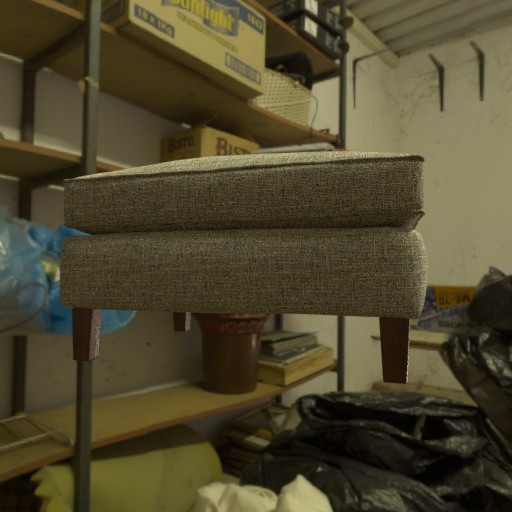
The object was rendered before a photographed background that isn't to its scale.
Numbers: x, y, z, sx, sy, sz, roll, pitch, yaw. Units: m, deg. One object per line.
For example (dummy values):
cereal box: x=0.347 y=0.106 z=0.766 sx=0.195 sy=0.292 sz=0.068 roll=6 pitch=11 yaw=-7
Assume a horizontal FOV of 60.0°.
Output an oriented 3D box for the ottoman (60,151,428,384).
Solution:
ottoman: x=0.000 y=0.000 z=0.979 sx=0.686 sy=0.406 sz=0.508 roll=-1 pitch=-2 yaw=17
